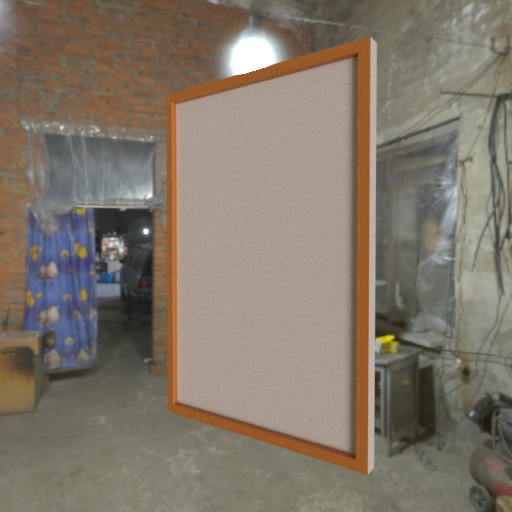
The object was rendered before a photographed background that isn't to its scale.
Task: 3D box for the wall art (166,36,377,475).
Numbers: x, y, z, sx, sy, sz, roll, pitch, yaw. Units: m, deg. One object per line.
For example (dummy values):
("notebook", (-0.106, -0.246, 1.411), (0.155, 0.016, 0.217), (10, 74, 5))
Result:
("wall art", (0.000, 0.000, 1.118), (0.610, 0.916, 0.037), (1, 2, 36))
